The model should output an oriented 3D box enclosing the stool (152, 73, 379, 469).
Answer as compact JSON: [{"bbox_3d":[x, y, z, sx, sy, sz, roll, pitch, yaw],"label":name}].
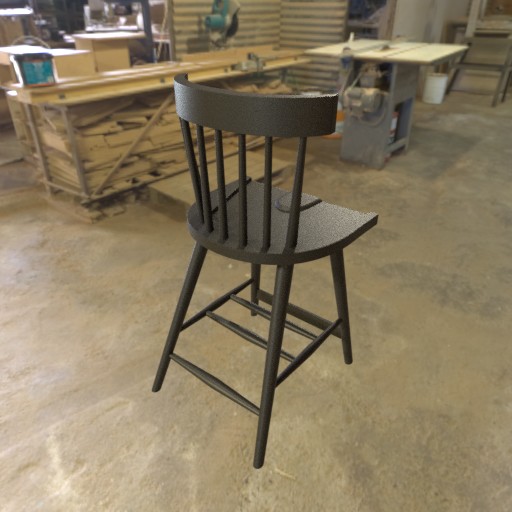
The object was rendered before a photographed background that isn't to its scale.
[{"bbox_3d":[0.000,0.000,1.285,0.494,0.953,0.549,22,37,33],"label":"stool"}]
